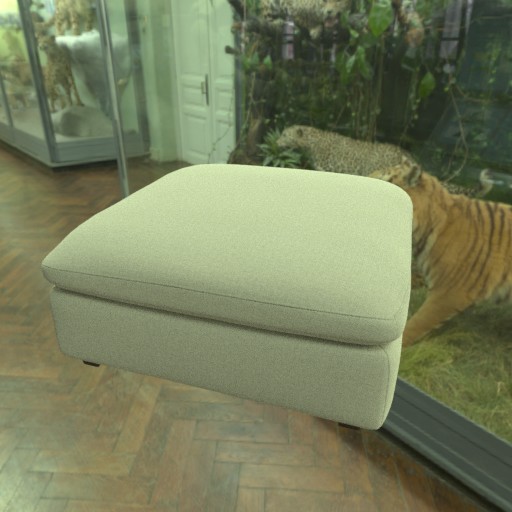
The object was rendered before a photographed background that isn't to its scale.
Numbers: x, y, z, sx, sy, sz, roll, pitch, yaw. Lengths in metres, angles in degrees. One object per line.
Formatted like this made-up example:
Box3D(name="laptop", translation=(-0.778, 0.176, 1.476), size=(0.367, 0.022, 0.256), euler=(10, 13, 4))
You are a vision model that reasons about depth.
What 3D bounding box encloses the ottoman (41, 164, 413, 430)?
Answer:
Box3D(name="ottoman", translation=(0.000, 0.000, 1.526), size=(0.996, 0.467, 0.977), euler=(8, 28, 16))
